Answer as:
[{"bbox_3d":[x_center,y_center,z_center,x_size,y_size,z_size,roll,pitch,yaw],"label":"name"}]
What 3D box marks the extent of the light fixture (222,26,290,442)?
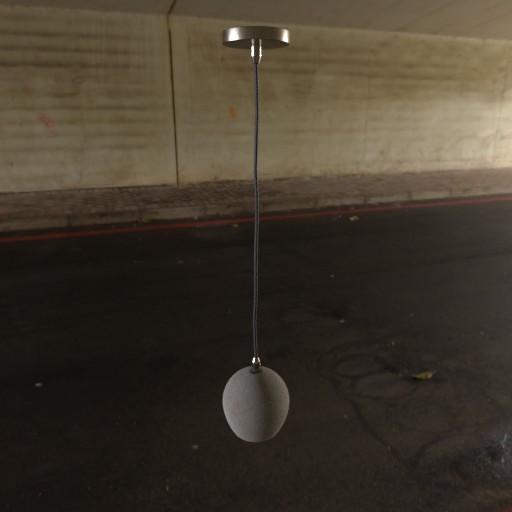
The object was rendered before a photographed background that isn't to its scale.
[{"bbox_3d":[0.000,0.000,0.837,0.139,0.764,0.139,3,17,11],"label":"light fixture"}]
